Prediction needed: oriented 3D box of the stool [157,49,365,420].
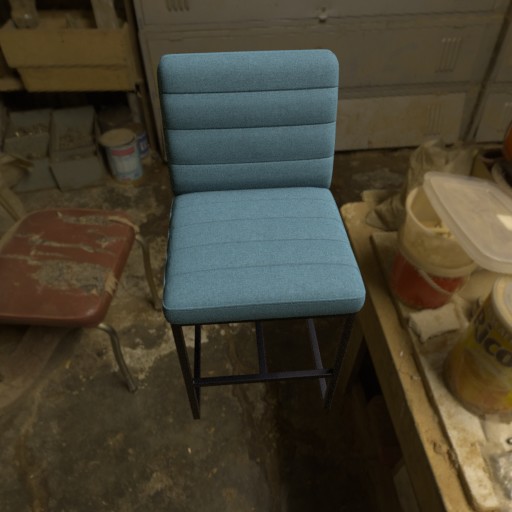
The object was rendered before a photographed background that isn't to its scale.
[{"bbox_3d":[0.000,0.000,1.258,0.460,0.940,0.560,-3,46,-3],"label":"stool"}]
